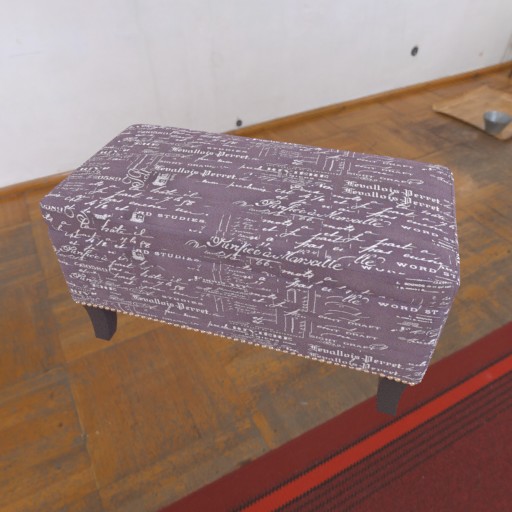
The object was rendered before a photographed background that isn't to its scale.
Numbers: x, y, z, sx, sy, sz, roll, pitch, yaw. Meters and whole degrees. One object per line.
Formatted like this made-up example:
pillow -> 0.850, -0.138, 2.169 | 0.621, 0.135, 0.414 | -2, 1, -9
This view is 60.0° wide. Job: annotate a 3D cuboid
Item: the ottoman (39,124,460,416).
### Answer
ottoman -> 0.000, 0.000, 1.061 | 0.813, 0.457, 0.406 | 11, 42, 13
